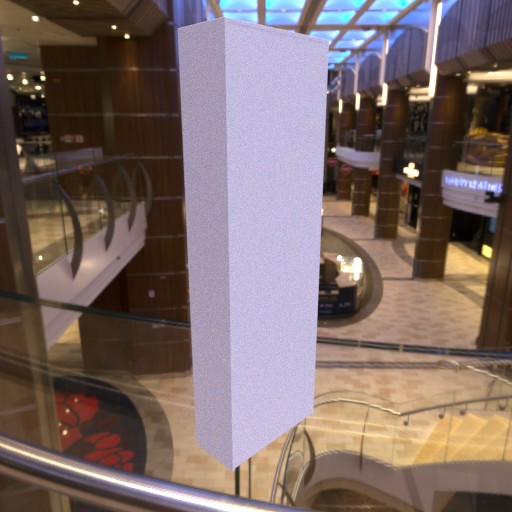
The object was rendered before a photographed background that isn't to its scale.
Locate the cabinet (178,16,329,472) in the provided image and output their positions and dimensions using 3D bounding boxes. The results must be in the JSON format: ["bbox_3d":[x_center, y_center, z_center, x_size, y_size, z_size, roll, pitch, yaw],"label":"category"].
[{"bbox_3d":[0.000,0.000,1.798,0.255,1.630,0.520,16,22,43],"label":"cabinet"}]
